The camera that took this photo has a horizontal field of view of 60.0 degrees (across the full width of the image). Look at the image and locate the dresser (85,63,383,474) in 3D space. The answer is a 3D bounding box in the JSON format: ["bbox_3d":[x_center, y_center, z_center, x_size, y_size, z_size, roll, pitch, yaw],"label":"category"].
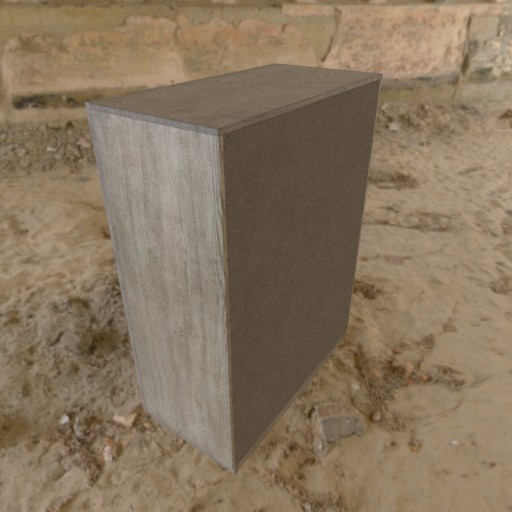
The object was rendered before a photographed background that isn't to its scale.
[{"bbox_3d":[0.000,0.000,1.780,0.483,1.295,0.967,20,36,30],"label":"dresser"}]
